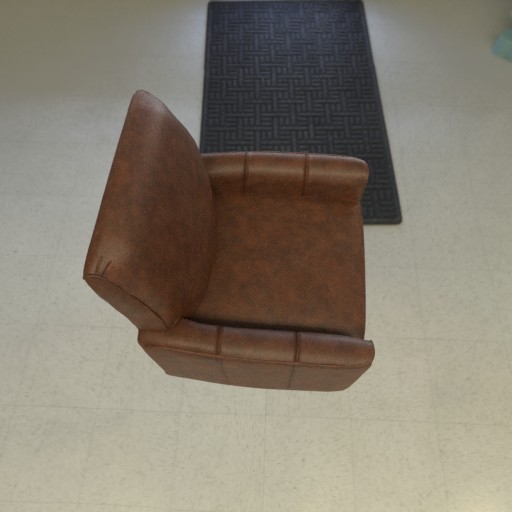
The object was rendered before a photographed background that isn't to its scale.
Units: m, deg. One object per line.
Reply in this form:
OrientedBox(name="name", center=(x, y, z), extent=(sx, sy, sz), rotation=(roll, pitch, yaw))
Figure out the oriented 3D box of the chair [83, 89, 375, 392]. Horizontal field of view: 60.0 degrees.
OrientedBox(name="chair", center=(0.000, 0.000, 1.650), extent=(0.850, 1.010, 0.839), rotation=(4, 64, 2))
